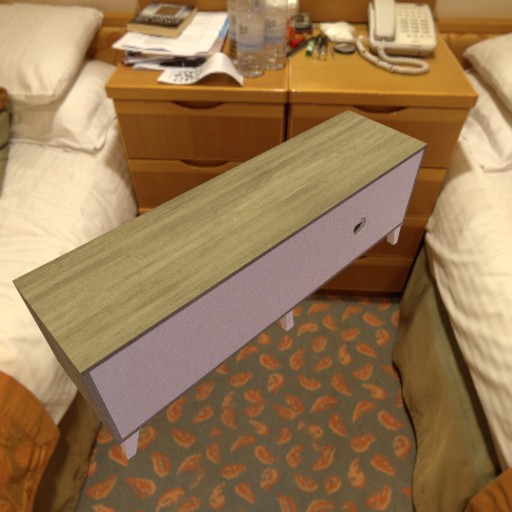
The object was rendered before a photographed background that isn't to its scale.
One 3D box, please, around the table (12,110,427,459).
[{"bbox_3d":[0.000,0.000,1.689,1.500,0.530,0.400,-33,53,-29],"label":"table"}]
